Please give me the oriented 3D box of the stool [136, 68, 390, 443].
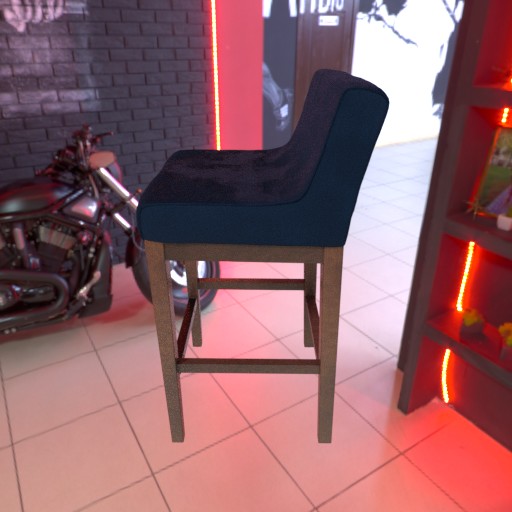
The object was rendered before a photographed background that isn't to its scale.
[{"bbox_3d":[0.000,0.000,1.238,0.516,0.945,0.511,0,26,0],"label":"stool"}]
